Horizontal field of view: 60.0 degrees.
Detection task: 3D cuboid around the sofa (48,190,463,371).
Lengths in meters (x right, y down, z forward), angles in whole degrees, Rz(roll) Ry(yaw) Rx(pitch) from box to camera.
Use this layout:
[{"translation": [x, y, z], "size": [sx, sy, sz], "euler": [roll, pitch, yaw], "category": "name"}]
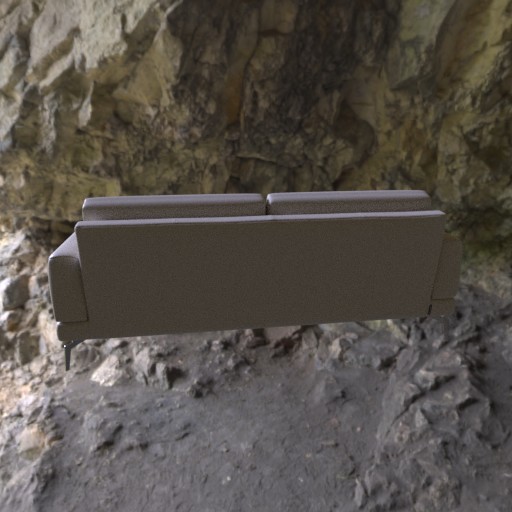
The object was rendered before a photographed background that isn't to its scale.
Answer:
[{"translation": [0.000, 0.000, 2.435], "size": [1.940, 0.765, 0.974], "euler": [-2, 16, -9], "category": "sofa"}]
